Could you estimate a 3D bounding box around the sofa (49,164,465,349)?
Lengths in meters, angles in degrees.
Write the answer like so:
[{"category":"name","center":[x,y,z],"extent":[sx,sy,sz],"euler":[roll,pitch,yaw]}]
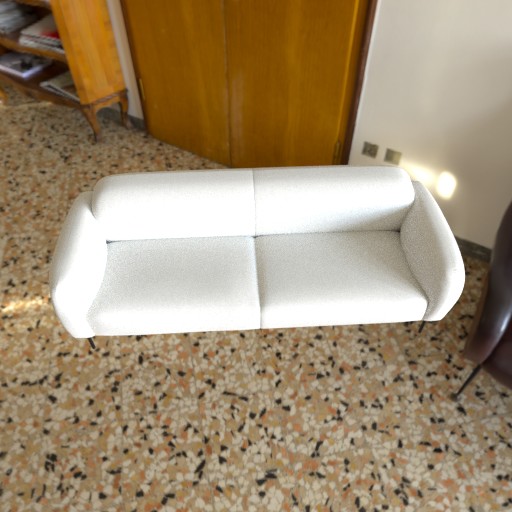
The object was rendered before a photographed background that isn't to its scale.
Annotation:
[{"category":"sofa","center":[0.000,0.000,2.696],"extent":[2.257,0.780,0.880],"euler":[-2,47,-2]}]
